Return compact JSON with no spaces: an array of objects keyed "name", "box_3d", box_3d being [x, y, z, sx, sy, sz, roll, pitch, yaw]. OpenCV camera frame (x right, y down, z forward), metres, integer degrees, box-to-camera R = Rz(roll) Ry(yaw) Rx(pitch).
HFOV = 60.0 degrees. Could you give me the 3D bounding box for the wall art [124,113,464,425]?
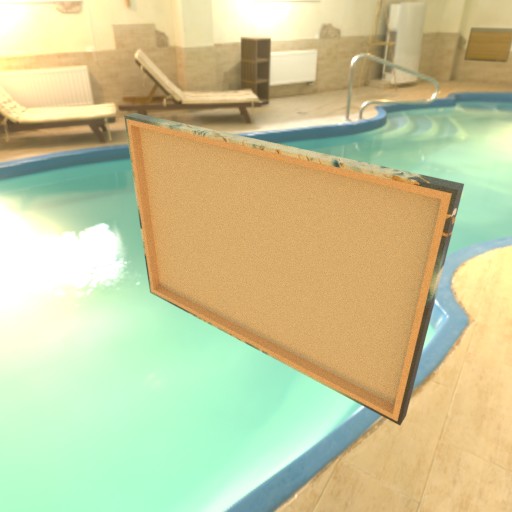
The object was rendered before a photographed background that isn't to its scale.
[{"name":"wall art","box_3d":[0.000,0.000,1.173,0.912,0.608,0.038,21,37,32]}]
